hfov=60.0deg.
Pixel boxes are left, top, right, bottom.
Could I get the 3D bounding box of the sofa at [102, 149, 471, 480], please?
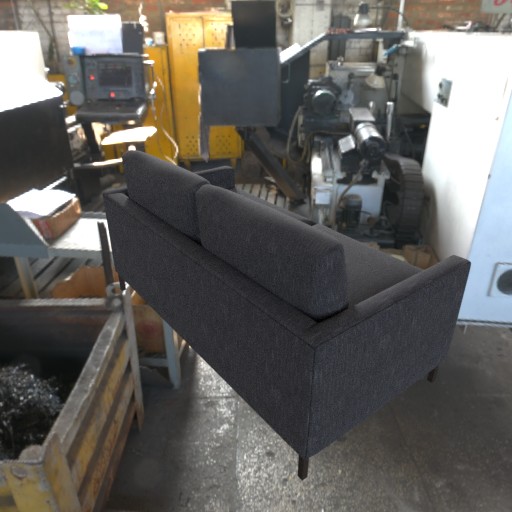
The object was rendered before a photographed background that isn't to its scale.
[{"bbox_3d":[0.000,0.000,2.173,0.866,0.862,1.716,-19,33,-33],"label":"sofa"}]
